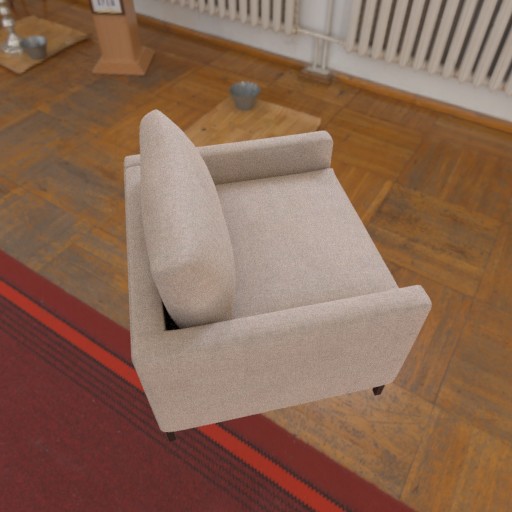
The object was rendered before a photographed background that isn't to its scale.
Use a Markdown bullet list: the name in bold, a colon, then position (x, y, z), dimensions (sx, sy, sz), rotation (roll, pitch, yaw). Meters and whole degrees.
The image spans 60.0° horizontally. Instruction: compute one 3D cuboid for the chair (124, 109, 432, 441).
- **chair**: position (0.000, 0.000, 1.641), dimensions (0.866, 0.861, 0.963), rotation (-9, 48, -9)
